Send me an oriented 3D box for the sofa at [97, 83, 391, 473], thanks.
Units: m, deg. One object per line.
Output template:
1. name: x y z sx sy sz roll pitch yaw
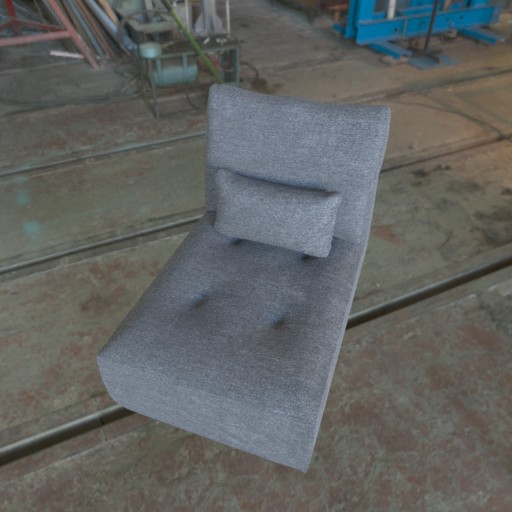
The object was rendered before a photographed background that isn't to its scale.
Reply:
1. sofa: 0.000 0.000 1.551 0.700 0.820 1.000 13 43 15
